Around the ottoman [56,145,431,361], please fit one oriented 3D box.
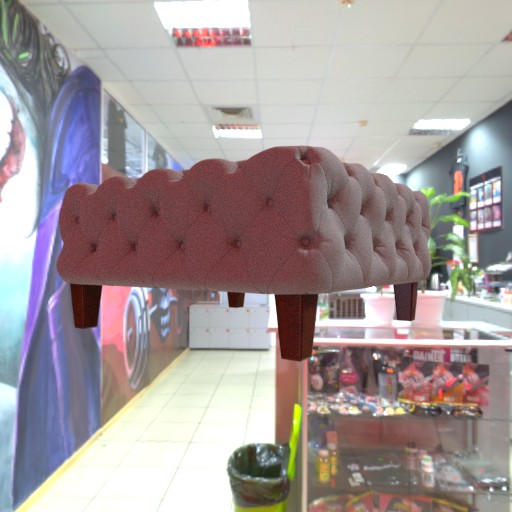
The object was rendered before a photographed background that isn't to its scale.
[{"bbox_3d":[0.000,0.000,1.435,0.917,0.439,0.911,-1,-1,36],"label":"ottoman"}]
